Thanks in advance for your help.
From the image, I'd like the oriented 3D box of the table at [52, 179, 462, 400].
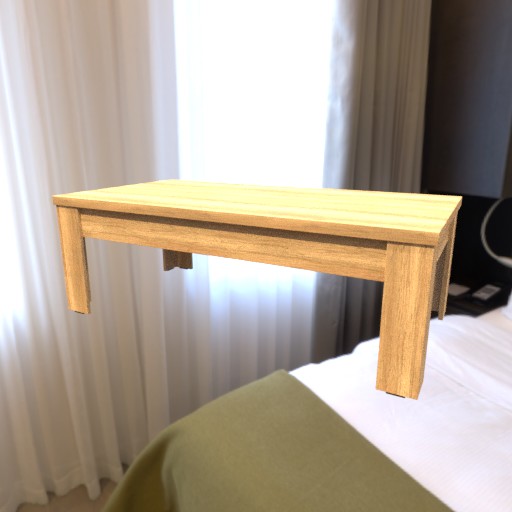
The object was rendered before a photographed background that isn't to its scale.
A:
[{"bbox_3d":[0.000,0.000,1.704,1.350,0.460,0.700,8,17,27],"label":"table"}]
